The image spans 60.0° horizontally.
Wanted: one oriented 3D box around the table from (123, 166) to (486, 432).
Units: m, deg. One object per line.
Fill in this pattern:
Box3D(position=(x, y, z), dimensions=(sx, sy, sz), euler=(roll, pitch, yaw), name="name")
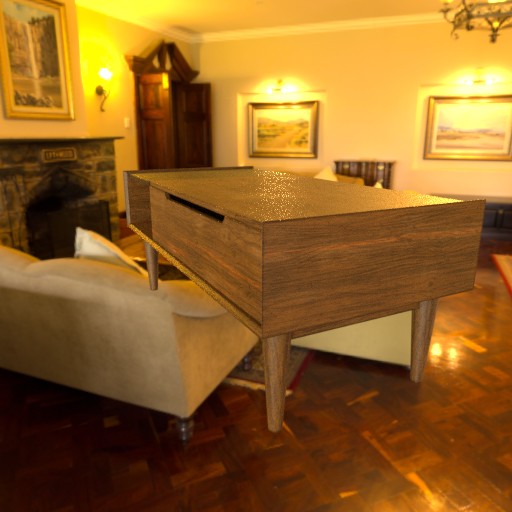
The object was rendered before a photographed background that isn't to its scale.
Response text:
Box3D(position=(0.000, 0.000, 1.517), dimensions=(0.610, 0.508, 1.221), euler=(-8, 17, -26), name="table")
